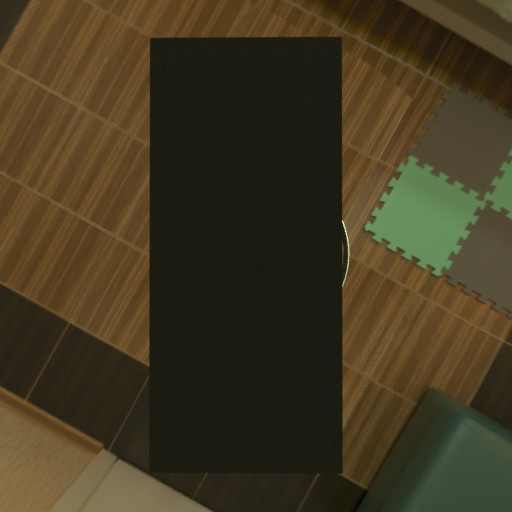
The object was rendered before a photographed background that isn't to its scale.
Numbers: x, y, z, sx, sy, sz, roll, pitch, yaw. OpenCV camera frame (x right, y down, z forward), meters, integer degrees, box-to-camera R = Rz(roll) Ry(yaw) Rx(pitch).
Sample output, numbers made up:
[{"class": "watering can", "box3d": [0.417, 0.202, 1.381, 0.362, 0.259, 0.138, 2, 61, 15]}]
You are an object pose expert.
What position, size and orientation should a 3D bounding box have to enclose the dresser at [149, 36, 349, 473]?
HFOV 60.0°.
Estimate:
[{"class": "dresser", "box3d": [0.000, 0.000, 1.121, 0.360, 0.720, 0.750, 0, 90, 1]}]
